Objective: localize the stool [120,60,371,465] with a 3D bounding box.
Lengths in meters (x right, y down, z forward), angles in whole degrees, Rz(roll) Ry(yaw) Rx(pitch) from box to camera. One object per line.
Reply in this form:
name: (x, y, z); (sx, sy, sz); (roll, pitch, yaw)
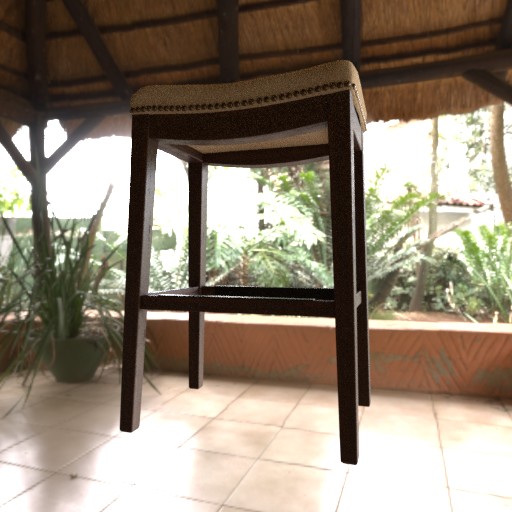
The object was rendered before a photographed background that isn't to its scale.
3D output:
stool: (0.000, 0.000, 1.059); (0.509, 0.768, 0.363); (0, 0, 18)
